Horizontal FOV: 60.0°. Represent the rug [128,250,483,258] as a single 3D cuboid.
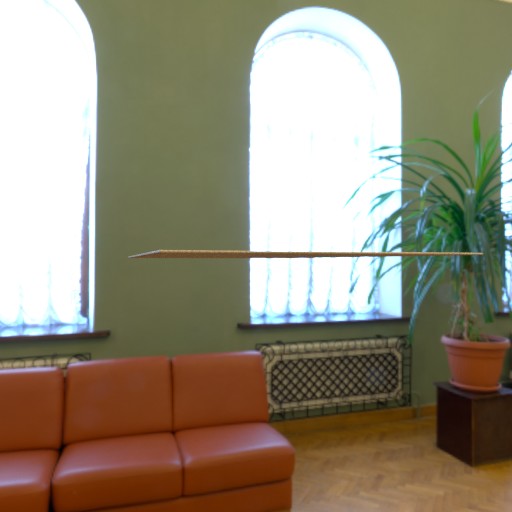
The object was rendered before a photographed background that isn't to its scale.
[{"bbox_3d":[0.000,0.000,2.379,1.236,0.009,1.839,0,-1,-19],"label":"rug"}]
